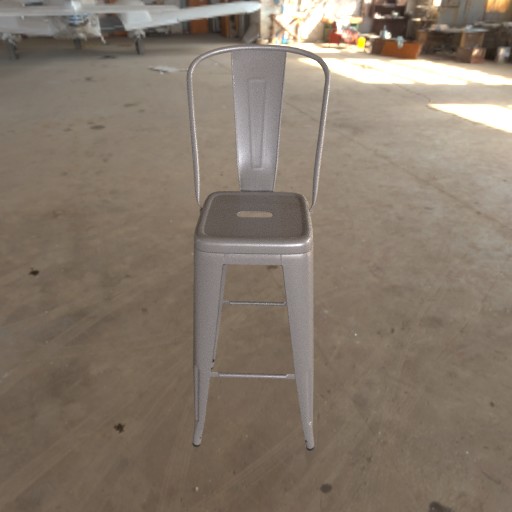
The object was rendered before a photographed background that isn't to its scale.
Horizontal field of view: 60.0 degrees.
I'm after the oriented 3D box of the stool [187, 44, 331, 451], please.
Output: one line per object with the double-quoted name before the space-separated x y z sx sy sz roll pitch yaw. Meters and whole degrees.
"stool" 0.000 0.000 1.317 0.399 1.096 0.513 1 31 2
